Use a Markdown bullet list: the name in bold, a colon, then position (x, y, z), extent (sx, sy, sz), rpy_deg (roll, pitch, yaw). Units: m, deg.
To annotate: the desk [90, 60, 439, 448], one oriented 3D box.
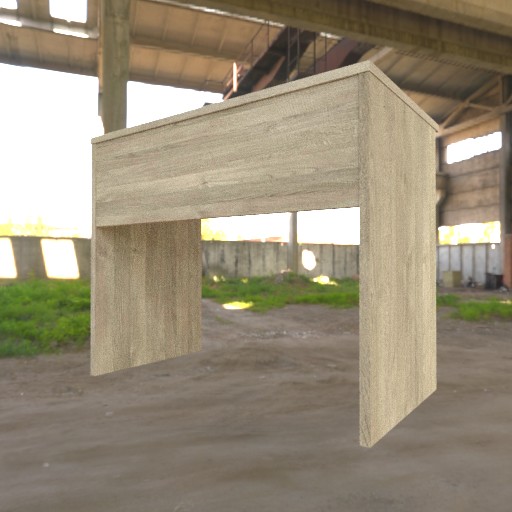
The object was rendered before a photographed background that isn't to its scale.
- **desk**: position (0.000, 0.000, 1.289), extent (0.893, 0.724, 0.498), rpy_deg (0, -1, 36)
